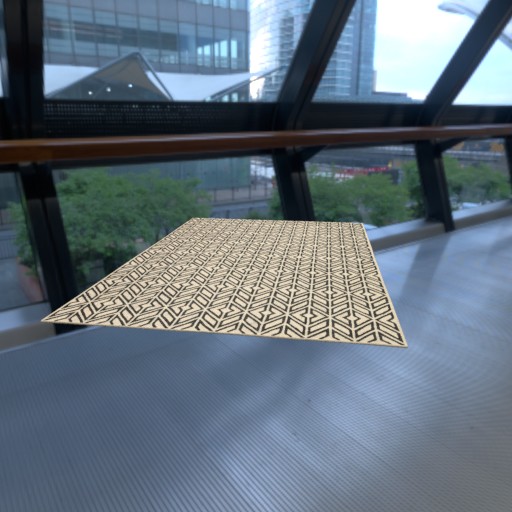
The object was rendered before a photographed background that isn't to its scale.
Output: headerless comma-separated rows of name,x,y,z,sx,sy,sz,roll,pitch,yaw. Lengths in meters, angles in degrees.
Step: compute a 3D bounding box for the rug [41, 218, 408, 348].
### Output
rug,0.000,0.000,2.304,1.220,0.007,1.828,2,16,8
